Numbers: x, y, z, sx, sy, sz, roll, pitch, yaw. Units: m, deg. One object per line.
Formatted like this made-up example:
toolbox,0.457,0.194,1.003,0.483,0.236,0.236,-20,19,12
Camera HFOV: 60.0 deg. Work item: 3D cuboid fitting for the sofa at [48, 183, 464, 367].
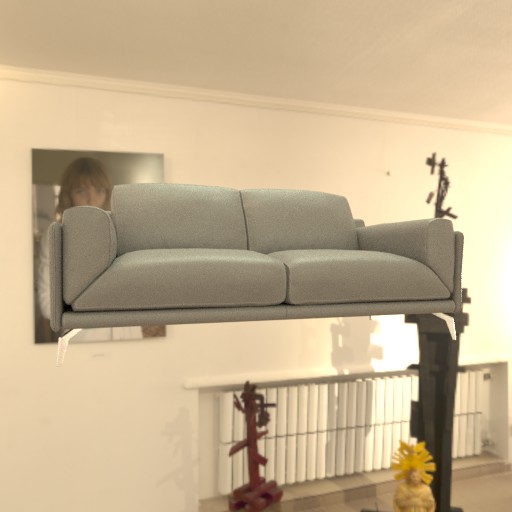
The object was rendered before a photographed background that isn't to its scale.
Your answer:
sofa,0.000,0.000,2.595,2.101,0.930,1.049,0,0,-18
